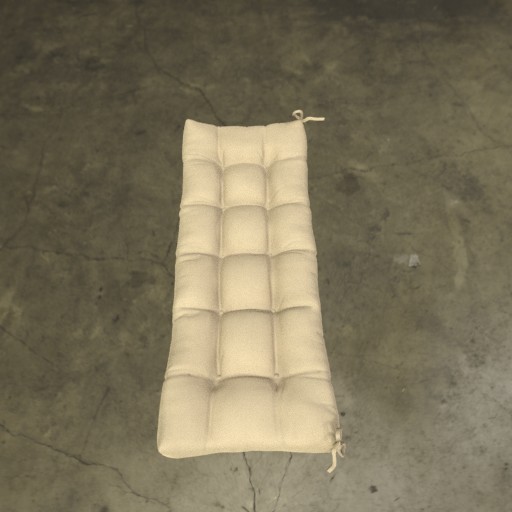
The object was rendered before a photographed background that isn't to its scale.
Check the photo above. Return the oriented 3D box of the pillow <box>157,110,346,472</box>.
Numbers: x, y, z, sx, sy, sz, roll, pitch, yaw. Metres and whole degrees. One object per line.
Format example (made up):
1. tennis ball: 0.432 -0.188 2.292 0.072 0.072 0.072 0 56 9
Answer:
1. pillow: 0.000 0.000 1.350 0.511 0.174 1.194 -1 59 -1
